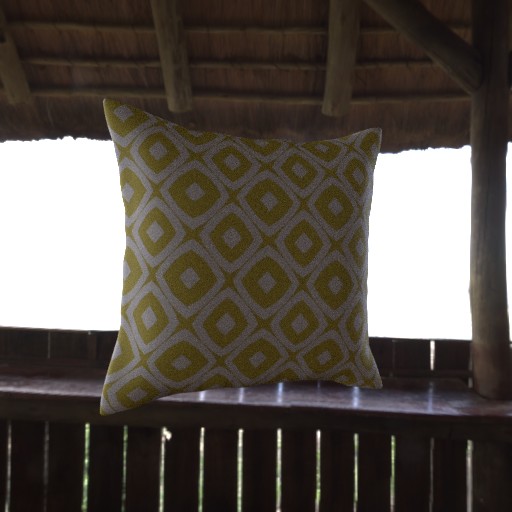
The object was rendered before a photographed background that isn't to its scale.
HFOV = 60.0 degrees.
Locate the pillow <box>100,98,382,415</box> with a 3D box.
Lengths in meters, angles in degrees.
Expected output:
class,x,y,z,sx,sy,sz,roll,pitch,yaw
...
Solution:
class,x,y,z,sx,sy,sz,roll,pitch,yaw
pillow,0.000,0.000,0.766,0.504,0.494,0.188,1,-2,-18
